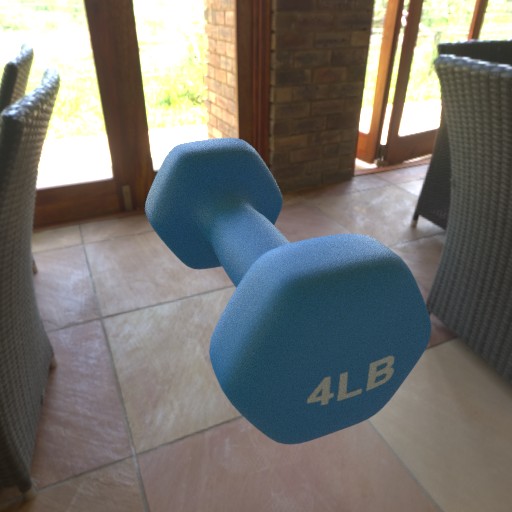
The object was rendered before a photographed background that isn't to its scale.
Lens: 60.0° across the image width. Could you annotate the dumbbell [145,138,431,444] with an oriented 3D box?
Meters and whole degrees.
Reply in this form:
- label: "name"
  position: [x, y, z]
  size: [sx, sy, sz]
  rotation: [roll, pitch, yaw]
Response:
- label: "dumbbell"
  position: [0.000, 0.000, 0.188]
  size: [0.074, 0.066, 0.152]
  rotation: [-11, 32, -18]
